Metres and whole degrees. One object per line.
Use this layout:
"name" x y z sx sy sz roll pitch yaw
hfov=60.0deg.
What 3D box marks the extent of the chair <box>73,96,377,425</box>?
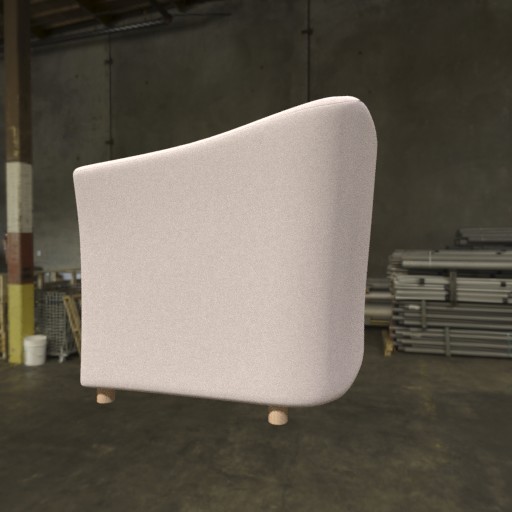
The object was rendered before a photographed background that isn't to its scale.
"chair" 0.000 0.000 1.339 0.700 0.720 0.790 0 1 17
